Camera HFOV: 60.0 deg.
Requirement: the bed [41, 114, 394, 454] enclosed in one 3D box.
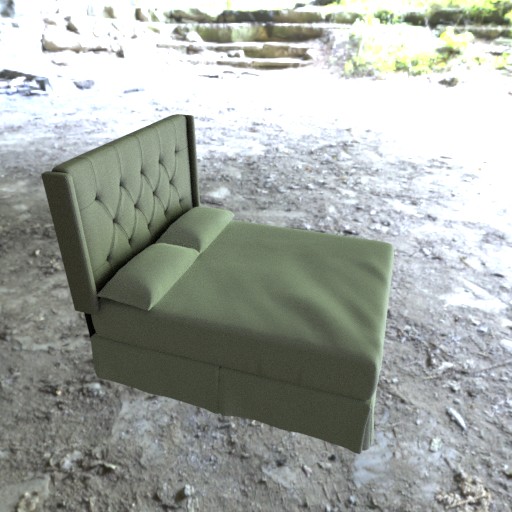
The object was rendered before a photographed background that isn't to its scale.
[{"bbox_3d":[0.000,0.000,3.356,2.066,1.665,1.719,9,31,16],"label":"bed"}]
